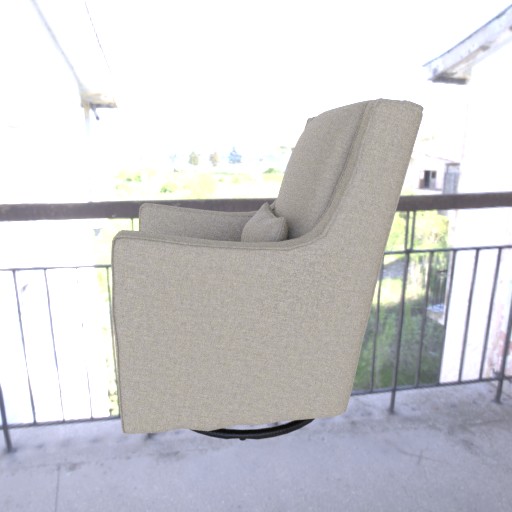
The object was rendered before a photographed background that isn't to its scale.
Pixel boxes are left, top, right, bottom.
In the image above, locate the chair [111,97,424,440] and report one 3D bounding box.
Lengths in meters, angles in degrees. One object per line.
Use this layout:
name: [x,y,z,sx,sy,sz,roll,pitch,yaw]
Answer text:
chair: [0.000,0.000,1.511,0.879,0.993,0.732,-2,13,-8]
